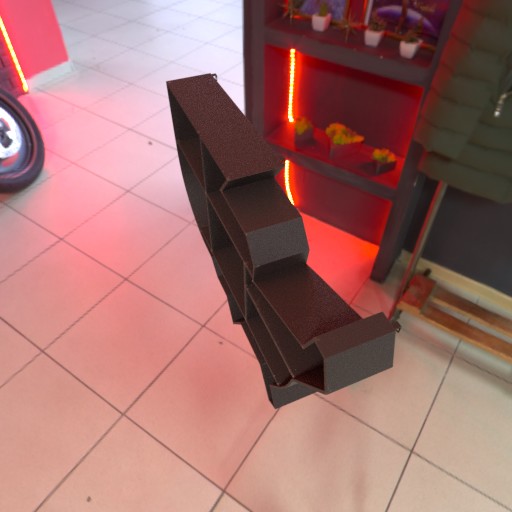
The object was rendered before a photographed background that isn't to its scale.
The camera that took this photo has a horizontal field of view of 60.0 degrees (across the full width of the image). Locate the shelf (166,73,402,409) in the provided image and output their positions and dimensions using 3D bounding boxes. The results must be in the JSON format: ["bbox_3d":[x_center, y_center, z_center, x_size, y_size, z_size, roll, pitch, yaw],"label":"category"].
[{"bbox_3d":[0.000,0.000,0.903,0.112,0.439,0.729,-17,49,-16],"label":"shelf"}]
